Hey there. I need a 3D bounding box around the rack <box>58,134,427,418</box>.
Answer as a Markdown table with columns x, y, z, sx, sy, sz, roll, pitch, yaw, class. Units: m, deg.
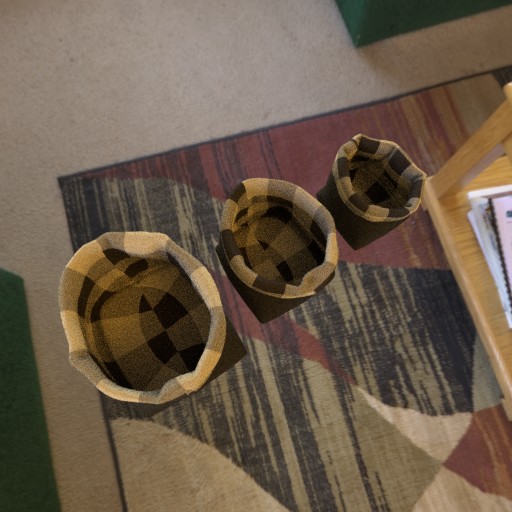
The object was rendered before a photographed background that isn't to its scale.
| x | y | z | sx | sy | sz | roll | pitch | yaw | class |
| --- | --- | --- | --- | --- | --- | --- | --- | --- | --- |
| 0.000 | 0.000 | 1.044 | 0.889 | 0.329 | 0.370 | -33 | 78 | -8 | rack |
